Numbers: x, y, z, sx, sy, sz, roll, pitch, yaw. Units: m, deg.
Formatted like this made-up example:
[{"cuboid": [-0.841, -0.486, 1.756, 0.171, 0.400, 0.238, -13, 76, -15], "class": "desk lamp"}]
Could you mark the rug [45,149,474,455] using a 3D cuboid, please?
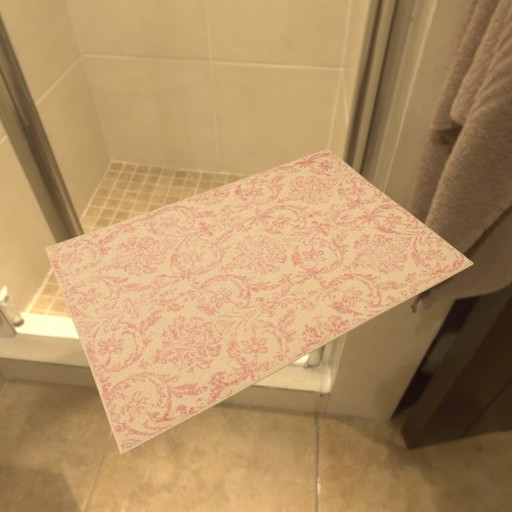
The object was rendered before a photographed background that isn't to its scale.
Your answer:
[{"cuboid": [0.000, 0.000, 3.395, 2.746, 0.018, 1.819, -23, 50, -21], "class": "rug"}]
